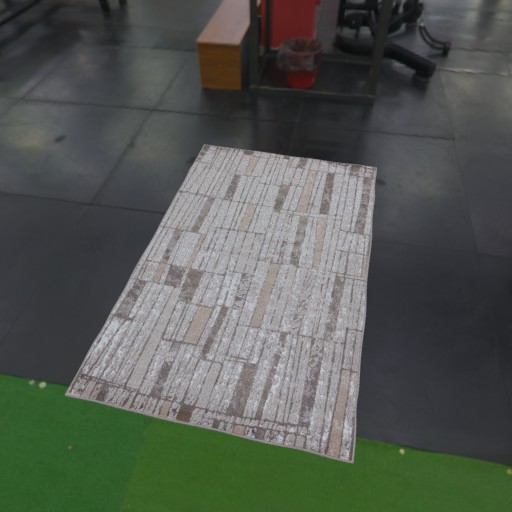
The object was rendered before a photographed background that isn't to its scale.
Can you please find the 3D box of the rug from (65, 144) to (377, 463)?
[{"bbox_3d":[0.000,0.000,3.048,1.531,0.023,2.444,10,48,9],"label":"rug"}]
